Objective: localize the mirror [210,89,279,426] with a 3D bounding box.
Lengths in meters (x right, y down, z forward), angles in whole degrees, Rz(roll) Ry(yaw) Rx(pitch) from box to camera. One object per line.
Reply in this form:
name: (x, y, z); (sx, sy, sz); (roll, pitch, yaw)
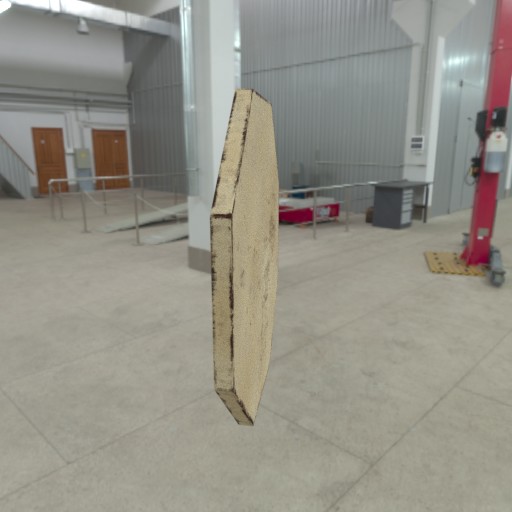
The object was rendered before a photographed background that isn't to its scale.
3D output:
mirror: (0.000, 0.000, 0.956); (0.031, 0.648, 0.648); (2, 14, 8)
